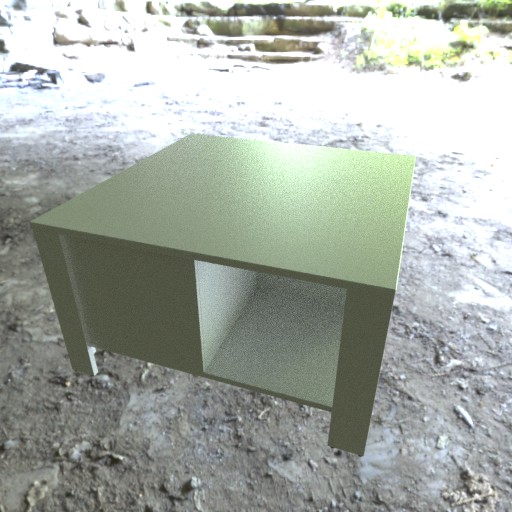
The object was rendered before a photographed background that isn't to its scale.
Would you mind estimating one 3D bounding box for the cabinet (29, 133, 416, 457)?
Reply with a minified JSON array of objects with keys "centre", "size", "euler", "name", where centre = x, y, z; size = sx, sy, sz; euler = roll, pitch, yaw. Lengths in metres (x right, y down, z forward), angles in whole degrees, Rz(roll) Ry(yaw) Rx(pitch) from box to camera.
[{"centre":[0.000,0.000,1.323],"size":[0.800,0.460,0.800],"euler":[10,32,17],"name":"cabinet"}]
